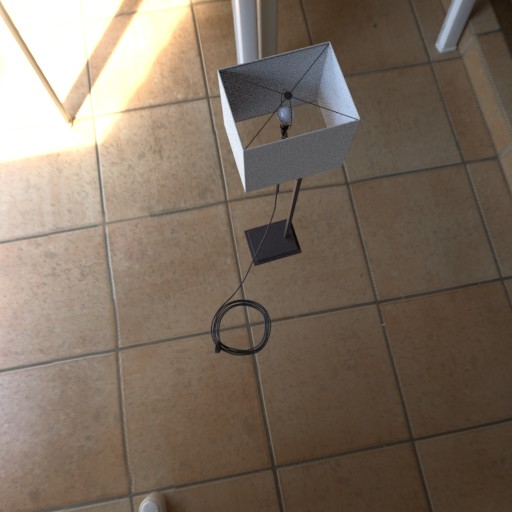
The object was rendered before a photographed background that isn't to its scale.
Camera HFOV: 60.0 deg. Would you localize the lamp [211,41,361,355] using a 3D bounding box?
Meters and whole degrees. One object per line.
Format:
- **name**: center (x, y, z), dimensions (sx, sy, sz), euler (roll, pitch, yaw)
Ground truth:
- **lamp**: center (0.000, 0.000, 2.004), dimensions (0.698, 1.600, 0.774), euler (-16, 76, -4)
